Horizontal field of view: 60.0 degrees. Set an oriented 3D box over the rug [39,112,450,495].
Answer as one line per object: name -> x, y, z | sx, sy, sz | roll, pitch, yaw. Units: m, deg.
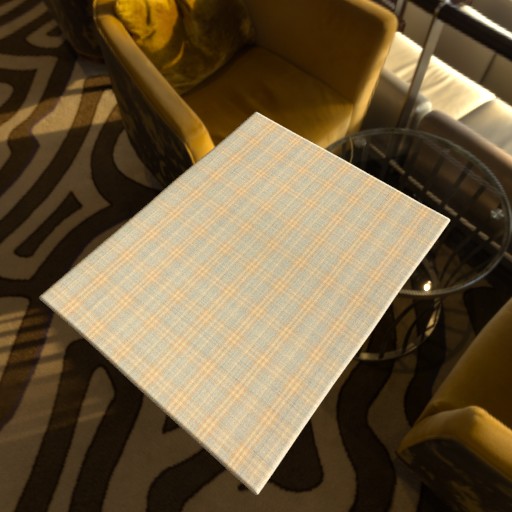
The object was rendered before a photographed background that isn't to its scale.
rug -> 0.000, 0.000, 4.121 | 2.462, 0.030, 3.066 | 34, 64, 19
